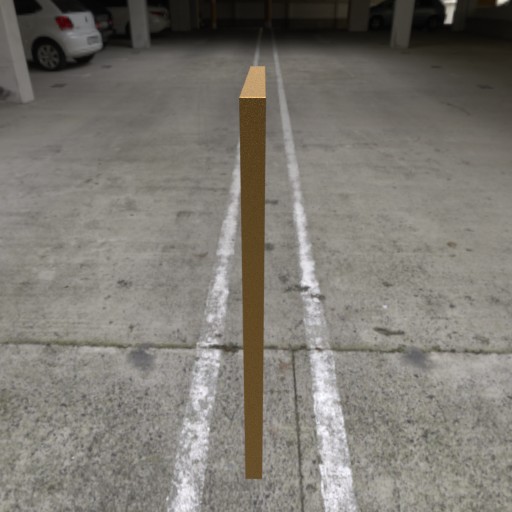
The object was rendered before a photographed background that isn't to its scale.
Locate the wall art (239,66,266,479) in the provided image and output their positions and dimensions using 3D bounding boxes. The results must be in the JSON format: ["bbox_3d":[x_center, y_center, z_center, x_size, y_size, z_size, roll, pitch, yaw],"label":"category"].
[{"bbox_3d":[0.000,0.000,1.081,0.038,0.812,0.610,0,27,1],"label":"wall art"}]
